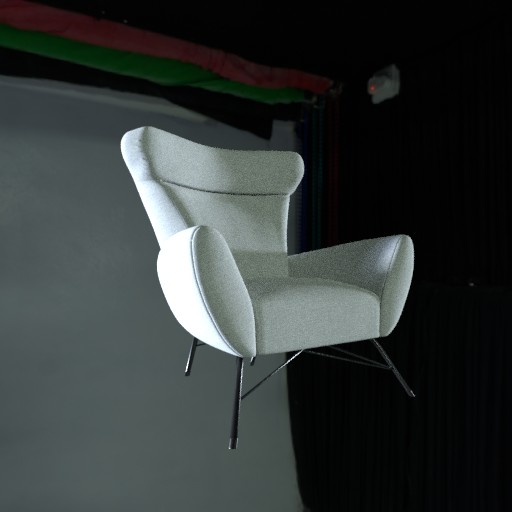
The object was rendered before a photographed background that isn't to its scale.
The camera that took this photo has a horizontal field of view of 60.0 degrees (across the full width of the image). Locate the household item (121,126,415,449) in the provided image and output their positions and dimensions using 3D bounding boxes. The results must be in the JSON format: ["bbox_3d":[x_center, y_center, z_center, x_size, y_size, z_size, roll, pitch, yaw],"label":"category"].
[{"bbox_3d":[0.000,0.000,1.790,0.980,1.050,0.900,0,0,-35],"label":"household item"}]
